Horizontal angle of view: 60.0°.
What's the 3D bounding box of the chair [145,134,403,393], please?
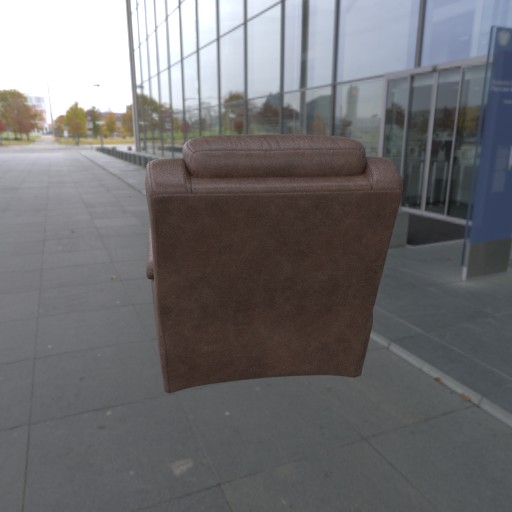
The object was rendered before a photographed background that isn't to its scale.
[{"bbox_3d":[0.000,0.000,1.876,0.940,0.990,1.067,-2,15,-9],"label":"chair"}]
